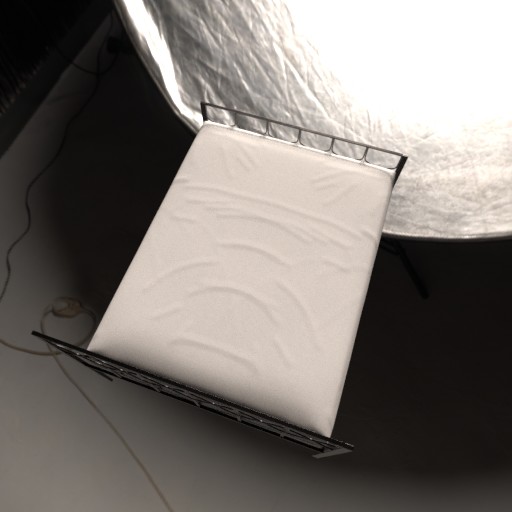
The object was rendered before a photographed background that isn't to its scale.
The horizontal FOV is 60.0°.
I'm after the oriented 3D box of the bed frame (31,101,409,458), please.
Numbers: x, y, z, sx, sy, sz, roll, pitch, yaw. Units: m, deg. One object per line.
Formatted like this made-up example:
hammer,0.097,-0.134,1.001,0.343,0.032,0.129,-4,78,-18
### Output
bed frame,0.000,0.000,3.005,1.597,1.222,2.063,17,65,8
